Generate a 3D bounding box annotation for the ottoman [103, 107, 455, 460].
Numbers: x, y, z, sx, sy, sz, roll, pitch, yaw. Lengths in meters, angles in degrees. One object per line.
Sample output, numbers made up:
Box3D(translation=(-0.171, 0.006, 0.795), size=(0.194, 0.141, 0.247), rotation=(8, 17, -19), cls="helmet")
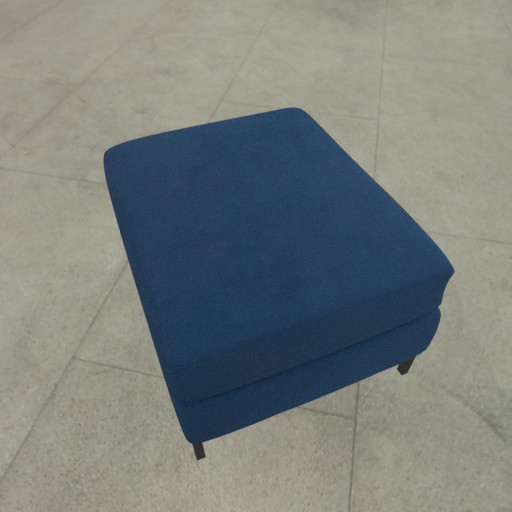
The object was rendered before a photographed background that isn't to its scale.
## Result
Box3D(translation=(0.000, 0.000, 1.221), size=(0.655, 0.485, 0.794), rotation=(-17, 49, -15), cls="ottoman")
